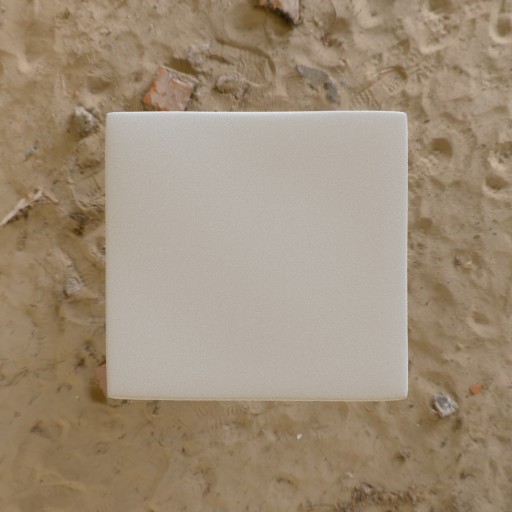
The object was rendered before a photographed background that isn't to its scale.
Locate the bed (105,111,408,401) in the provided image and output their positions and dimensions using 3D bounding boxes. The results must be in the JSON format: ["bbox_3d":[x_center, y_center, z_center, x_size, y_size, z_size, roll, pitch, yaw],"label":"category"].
[{"bbox_3d":[0.000,0.000,3.111,2.108,0.510,2.007,0,90,1],"label":"bed"}]
